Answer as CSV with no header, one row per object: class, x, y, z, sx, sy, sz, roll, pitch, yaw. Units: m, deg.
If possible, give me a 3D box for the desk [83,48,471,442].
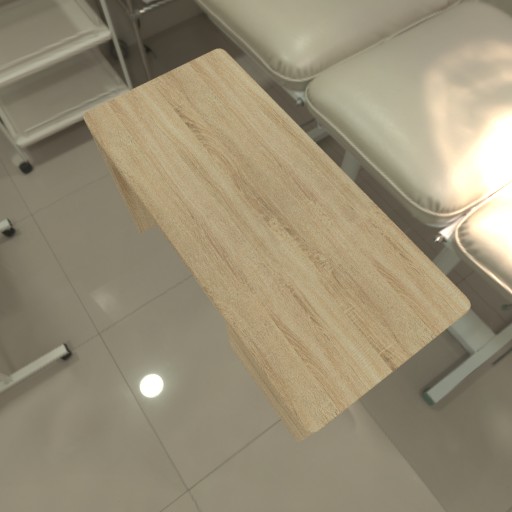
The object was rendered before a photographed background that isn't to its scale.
desk,0.000,0.000,1.641,0.550,0.760,1.200,-33,68,-15
